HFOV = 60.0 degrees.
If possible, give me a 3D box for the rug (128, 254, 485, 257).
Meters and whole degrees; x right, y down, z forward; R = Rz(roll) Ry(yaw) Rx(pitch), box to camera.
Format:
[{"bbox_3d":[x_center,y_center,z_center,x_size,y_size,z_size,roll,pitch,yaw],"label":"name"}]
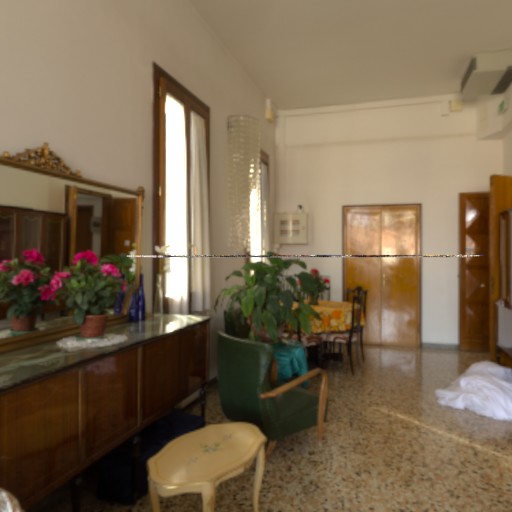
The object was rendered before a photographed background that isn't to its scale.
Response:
[{"bbox_3d":[0.000,0.000,2.303,1.217,0.012,1.848,0,0,-19],"label":"rug"}]
